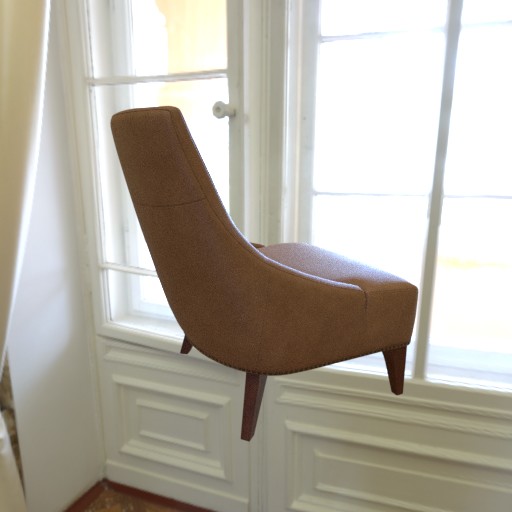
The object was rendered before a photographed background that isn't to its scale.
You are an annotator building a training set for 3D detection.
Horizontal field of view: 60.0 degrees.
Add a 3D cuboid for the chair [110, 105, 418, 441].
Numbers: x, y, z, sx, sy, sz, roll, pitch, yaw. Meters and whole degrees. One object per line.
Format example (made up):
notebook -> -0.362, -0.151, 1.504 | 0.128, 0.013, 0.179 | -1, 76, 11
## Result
chair -> 0.000, 0.000, 1.495 | 0.861, 0.909, 0.701 | -7, 16, -25
